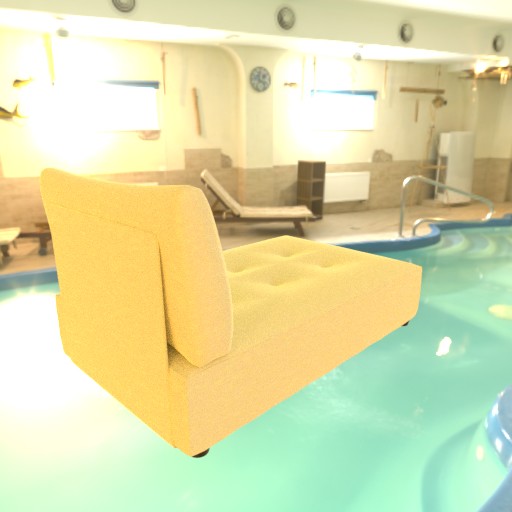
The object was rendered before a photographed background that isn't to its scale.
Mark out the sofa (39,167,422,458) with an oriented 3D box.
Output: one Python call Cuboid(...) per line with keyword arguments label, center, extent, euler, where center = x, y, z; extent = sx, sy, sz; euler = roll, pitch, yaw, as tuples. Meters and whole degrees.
Cuboid(label="sofa", center=(0.000, 0.000, 1.957), extent=(0.930, 0.820, 1.450), euler=(16, 22, 43))
